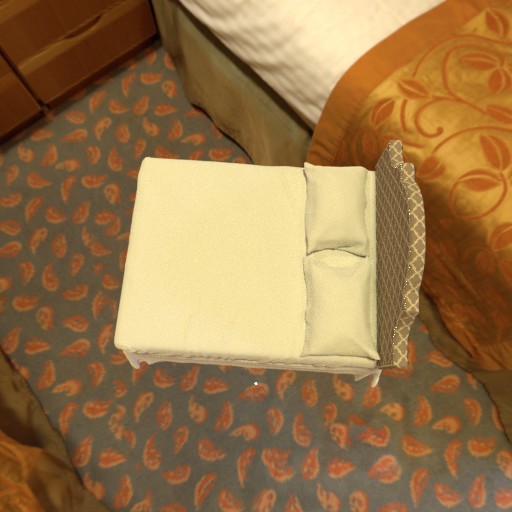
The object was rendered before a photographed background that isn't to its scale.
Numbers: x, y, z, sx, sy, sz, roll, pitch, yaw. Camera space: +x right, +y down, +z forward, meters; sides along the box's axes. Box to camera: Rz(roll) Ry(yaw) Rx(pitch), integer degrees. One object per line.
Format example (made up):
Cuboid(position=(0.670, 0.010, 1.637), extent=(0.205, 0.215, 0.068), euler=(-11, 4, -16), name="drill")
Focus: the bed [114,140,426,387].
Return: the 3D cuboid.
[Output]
Cuboid(position=(0.000, 0.000, 3.356), extent=(2.222, 1.633, 1.780), euler=(4, 74, 1), name="bed")
